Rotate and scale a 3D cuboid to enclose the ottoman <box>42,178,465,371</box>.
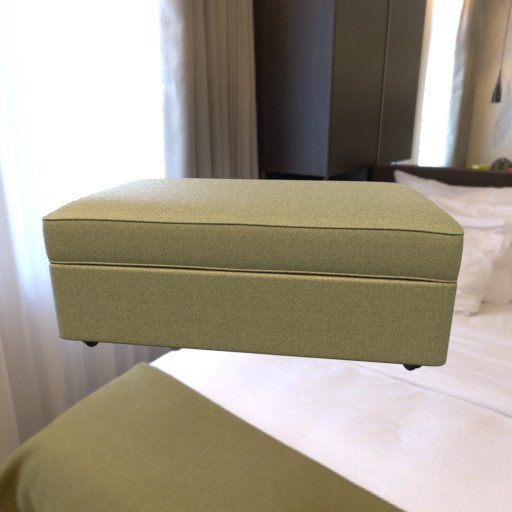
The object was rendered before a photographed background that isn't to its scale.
[{"bbox_3d":[0.000,0.000,1.553,1.173,0.494,0.681,2,17,8],"label":"ottoman"}]
